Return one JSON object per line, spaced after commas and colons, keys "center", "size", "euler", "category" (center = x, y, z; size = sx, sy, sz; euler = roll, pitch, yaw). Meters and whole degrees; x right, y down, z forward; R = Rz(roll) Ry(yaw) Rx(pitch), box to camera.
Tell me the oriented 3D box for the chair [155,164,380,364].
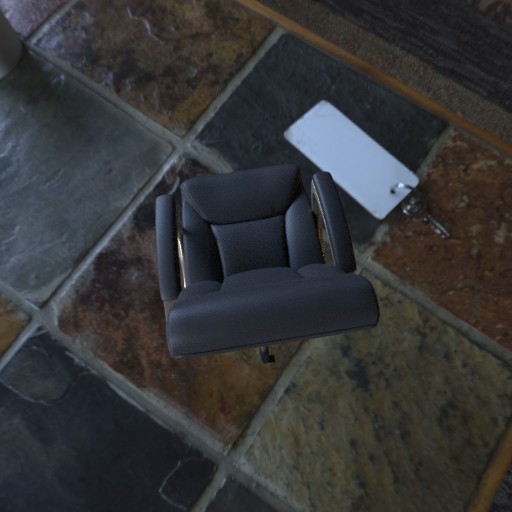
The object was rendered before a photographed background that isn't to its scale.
{"center": [0.000, 0.000, 1.603], "size": [0.694, 1.188, 0.748], "euler": [-9, 75, -2], "category": "chair"}
